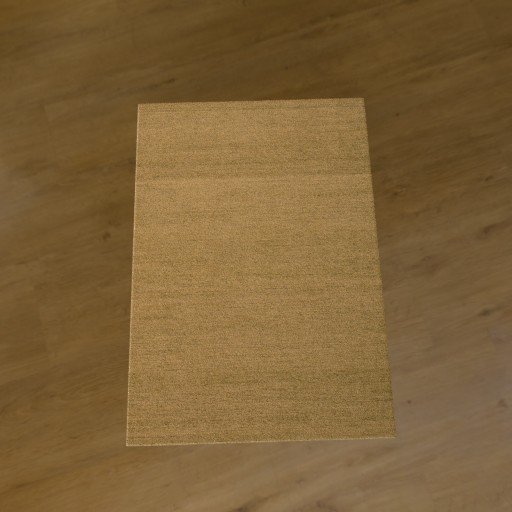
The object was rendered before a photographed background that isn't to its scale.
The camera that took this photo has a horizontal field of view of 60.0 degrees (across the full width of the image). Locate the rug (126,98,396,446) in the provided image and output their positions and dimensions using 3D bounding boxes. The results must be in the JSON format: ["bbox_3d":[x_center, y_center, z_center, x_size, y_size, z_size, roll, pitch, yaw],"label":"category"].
[{"bbox_3d":[0.000,0.000,5.013,2.782,0.025,3.935,-2,77,0],"label":"rug"}]
